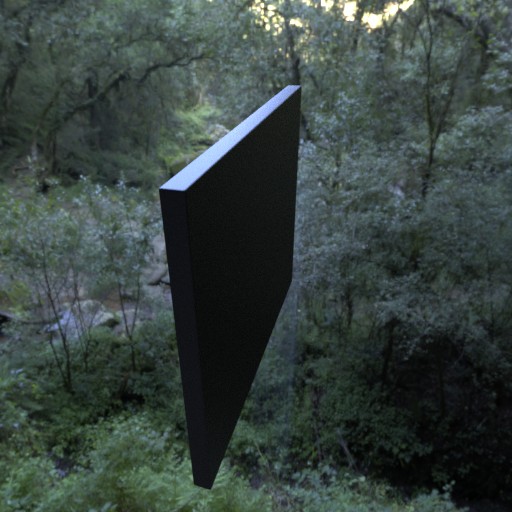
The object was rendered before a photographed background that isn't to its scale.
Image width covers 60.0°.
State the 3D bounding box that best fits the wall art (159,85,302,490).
[{"bbox_3d":[0.000,0.000,0.749,0.031,0.457,0.558,8,32,14],"label":"wall art"}]
